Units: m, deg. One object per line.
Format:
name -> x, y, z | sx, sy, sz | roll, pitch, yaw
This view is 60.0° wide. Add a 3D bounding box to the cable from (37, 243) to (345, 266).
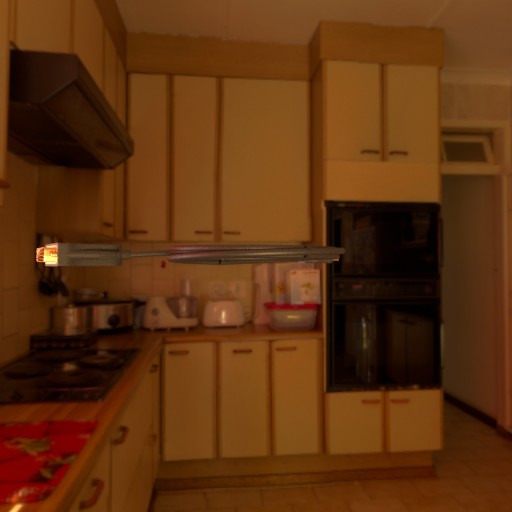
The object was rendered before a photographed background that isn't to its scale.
cable -> 0.000, 0.000, 0.335 | 0.281, 0.015, 0.136 | 1, -1, -36
